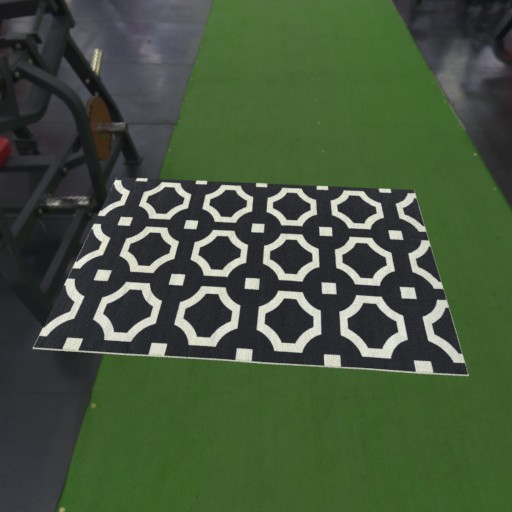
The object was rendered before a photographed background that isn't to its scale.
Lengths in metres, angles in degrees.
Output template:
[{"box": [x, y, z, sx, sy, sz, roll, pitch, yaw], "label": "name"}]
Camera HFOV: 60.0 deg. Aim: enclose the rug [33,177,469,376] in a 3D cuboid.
[{"box": [0.000, 0.000, 2.854, 2.286, 0.016, 1.555, 3, 46, 3], "label": "rug"}]
